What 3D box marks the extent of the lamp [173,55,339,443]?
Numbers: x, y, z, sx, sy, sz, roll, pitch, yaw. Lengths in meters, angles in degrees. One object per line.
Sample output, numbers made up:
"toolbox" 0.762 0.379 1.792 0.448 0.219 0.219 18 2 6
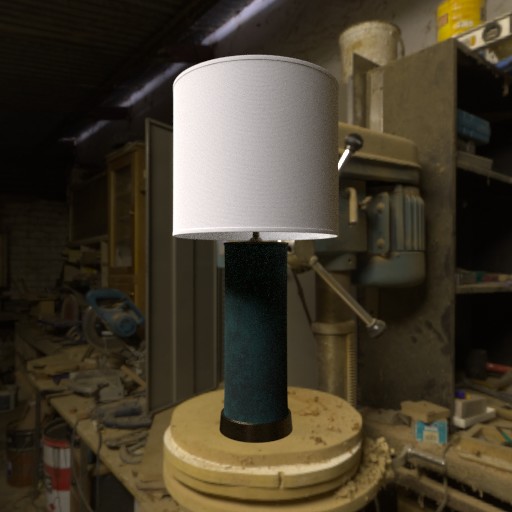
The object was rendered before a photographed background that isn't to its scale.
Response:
"lamp" 0.000 0.000 0.814 0.301 0.630 0.301 0 -1 -37
